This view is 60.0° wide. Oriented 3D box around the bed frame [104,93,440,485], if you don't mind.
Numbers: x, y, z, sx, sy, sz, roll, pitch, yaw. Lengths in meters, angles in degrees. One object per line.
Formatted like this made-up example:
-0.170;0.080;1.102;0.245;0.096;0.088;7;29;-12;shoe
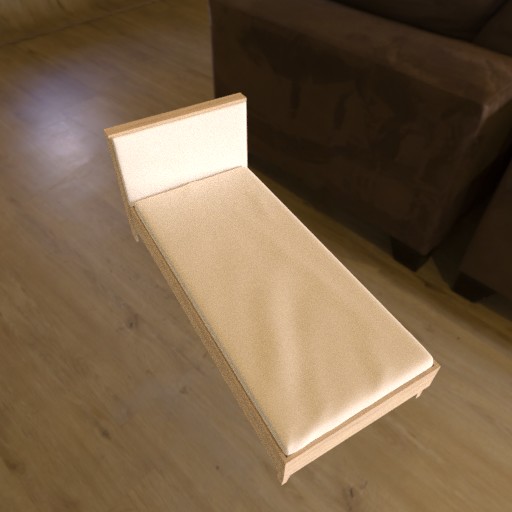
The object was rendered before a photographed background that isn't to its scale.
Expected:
0.000;0.000;2.680;0.990;0.920;2.140;-23;50;-20;bed frame
